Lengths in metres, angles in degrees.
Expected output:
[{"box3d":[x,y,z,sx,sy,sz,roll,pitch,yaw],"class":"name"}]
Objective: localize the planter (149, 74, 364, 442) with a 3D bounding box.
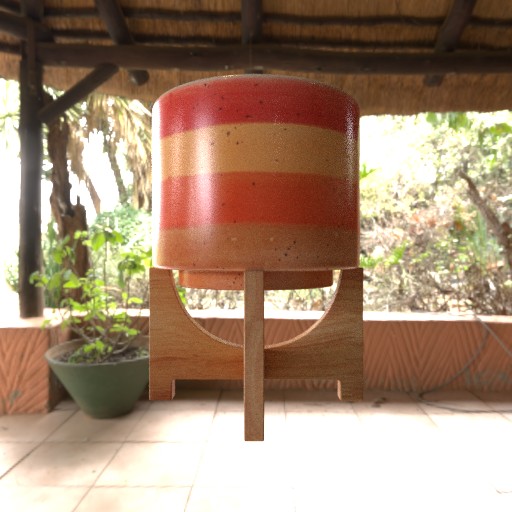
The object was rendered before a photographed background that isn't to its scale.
[{"box3d":[0.000,0.000,0.418,0.199,0.268,0.199,0,0,0],"class":"planter"}]
